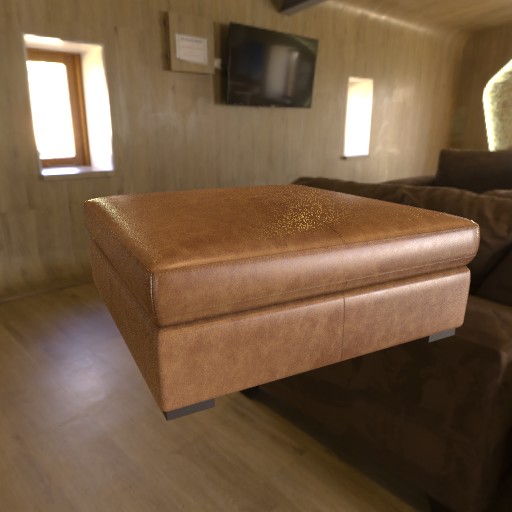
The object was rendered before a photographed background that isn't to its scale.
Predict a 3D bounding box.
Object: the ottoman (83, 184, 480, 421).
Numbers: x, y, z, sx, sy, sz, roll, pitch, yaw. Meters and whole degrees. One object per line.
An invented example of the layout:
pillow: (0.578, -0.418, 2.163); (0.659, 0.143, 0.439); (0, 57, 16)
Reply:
ottoman: (0.000, 0.000, 1.811); (1.169, 0.483, 1.168); (-8, 18, -26)
